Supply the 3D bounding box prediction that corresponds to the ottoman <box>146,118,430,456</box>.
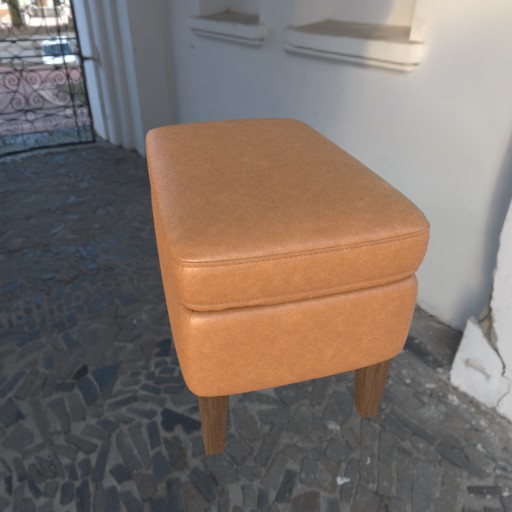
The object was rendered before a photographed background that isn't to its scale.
[{"bbox_3d":[0.000,0.000,0.991,0.420,0.480,0.670,-8,32,-13],"label":"ottoman"}]
